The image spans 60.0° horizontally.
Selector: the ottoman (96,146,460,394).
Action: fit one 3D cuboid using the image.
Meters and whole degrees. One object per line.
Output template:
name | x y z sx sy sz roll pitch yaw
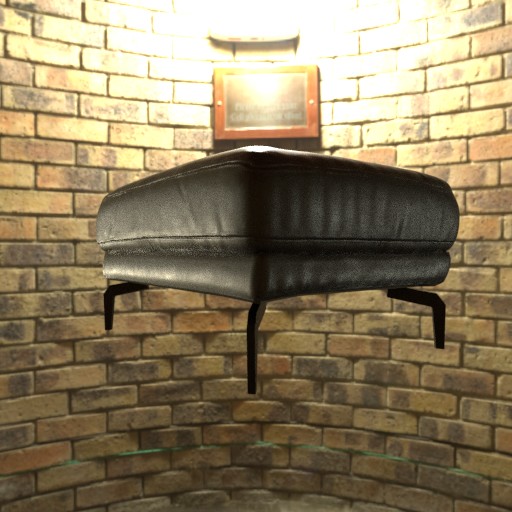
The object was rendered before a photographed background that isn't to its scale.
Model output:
ottoman | 0.000 0.000 1.078 0.570 0.402 0.764 -1 1 -37
